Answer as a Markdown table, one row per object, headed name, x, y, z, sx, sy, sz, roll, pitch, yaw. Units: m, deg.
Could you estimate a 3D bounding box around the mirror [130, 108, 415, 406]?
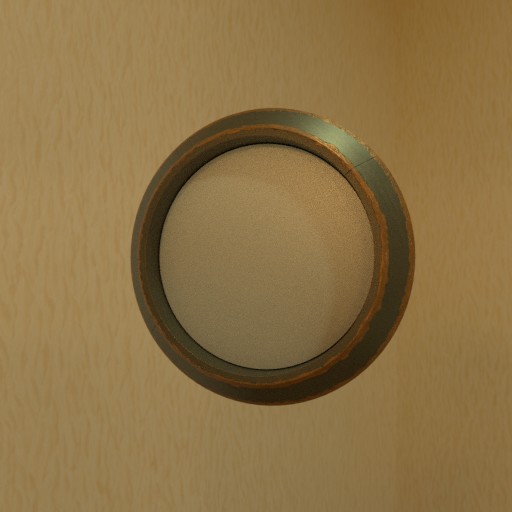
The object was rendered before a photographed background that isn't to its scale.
| name | x | y | z | sx | sy | sz | roll | pitch | yaw |
| --- | --- | --- | --- | --- | --- | --- | --- | --- | --- |
| mirror | 0.000 | 0.000 | 1.339 | 0.907 | 0.907 | 0.111 | 0 | -1 | 18 |
